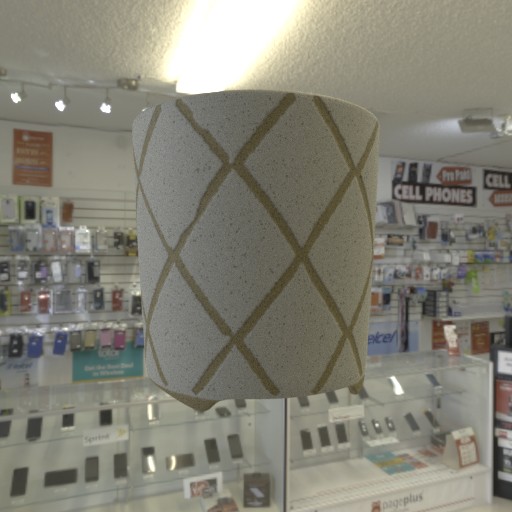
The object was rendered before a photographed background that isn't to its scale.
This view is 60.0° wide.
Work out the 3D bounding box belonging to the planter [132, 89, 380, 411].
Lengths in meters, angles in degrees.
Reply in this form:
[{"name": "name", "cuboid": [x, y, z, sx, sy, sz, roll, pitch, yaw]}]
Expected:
[{"name": "planter", "cuboid": [0.000, 0.000, 0.424, 0.228, 0.235, 0.228, 0, 0, 0]}]
